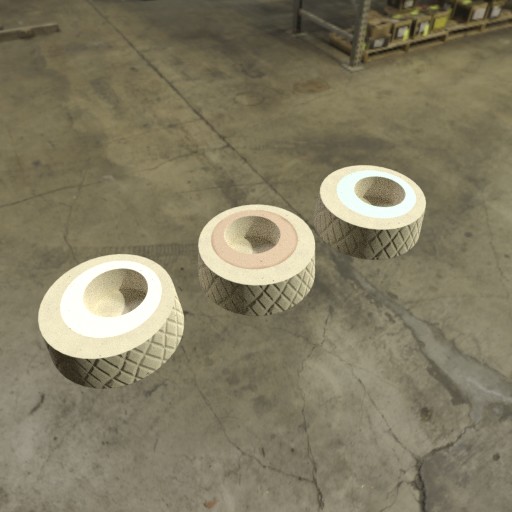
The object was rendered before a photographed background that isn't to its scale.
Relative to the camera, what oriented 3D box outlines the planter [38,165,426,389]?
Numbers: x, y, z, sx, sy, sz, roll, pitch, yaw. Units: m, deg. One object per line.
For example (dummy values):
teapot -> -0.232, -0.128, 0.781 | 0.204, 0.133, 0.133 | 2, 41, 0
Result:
planter -> 0.000, 0.000, 0.420 | 0.390, 0.038, 0.114 | -23, 50, -21
